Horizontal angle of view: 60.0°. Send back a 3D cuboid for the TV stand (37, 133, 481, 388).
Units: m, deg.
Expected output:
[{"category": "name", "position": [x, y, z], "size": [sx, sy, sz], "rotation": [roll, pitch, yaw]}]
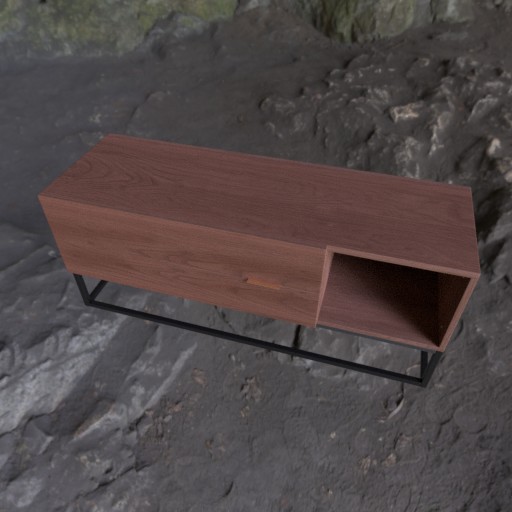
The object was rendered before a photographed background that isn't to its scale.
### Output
[{"category": "TV stand", "position": [0.000, 0.000, 1.455], "size": [1.200, 0.500, 0.415], "rotation": [11, 43, 12]}]
